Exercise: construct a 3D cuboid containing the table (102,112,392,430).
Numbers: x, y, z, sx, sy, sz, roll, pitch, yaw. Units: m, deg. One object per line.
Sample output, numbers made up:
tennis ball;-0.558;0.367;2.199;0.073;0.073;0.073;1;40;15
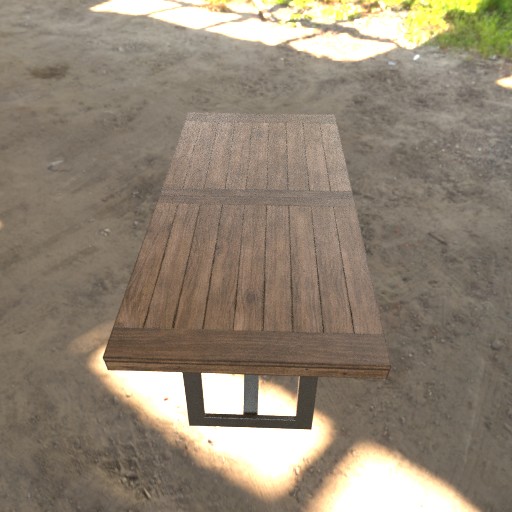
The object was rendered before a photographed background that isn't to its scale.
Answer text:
table;0.000;0.000;2.372;0.931;0.757;1.867;1;42;1
